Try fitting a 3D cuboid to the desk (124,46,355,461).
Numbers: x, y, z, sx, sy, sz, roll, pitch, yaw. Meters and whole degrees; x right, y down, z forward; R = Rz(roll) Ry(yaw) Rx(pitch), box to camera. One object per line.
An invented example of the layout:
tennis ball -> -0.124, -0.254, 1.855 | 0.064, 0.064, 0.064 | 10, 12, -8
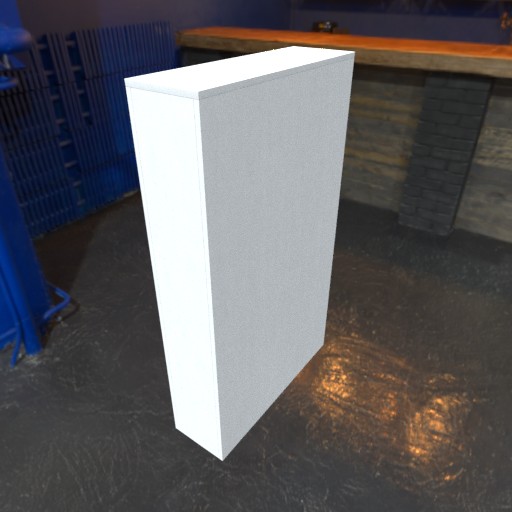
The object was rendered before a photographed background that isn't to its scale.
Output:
desk -> 0.000, 0.000, 1.586 | 0.250, 1.280, 0.750 | 21, 38, 30
